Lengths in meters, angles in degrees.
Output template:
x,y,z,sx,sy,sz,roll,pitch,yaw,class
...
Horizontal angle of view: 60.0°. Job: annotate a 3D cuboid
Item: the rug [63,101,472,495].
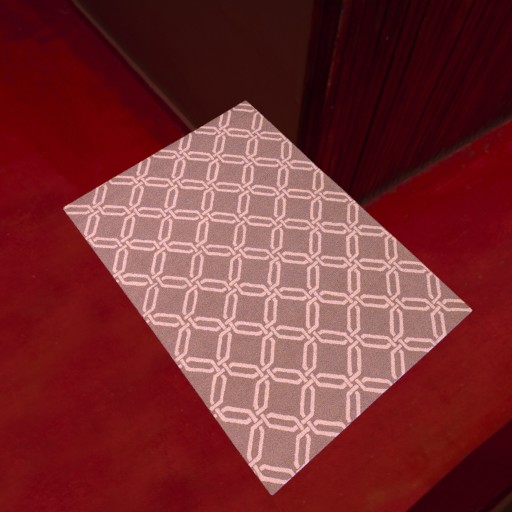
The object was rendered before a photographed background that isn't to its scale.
x,y,z,sx,sy,sz,roll,pitch,yaw,class
0.000,0.000,4.384,2.441,0.020,3.419,-36,69,-16,rug
